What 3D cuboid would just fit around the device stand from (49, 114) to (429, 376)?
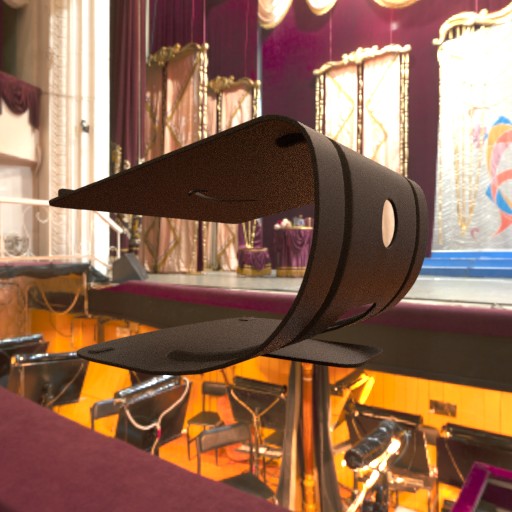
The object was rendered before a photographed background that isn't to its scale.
[{"bbox_3d":[0.000,0.000,0.389,0.236,0.155,0.256,0,0,34],"label":"device stand"}]
